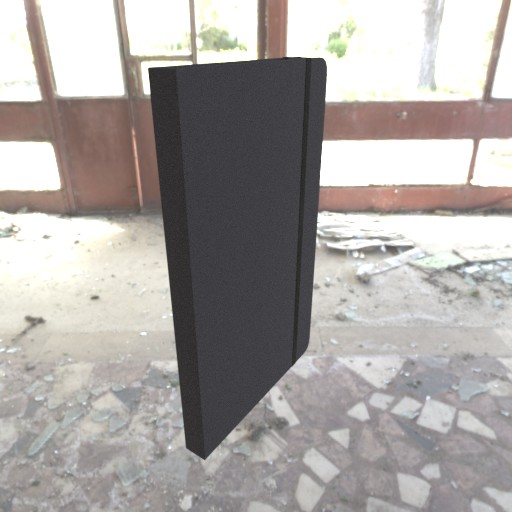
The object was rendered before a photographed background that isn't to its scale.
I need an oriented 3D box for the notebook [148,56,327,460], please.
[{"bbox_3d":[0.000,0.000,0.263,0.016,0.213,0.127,17,31,31],"label":"notebook"}]
